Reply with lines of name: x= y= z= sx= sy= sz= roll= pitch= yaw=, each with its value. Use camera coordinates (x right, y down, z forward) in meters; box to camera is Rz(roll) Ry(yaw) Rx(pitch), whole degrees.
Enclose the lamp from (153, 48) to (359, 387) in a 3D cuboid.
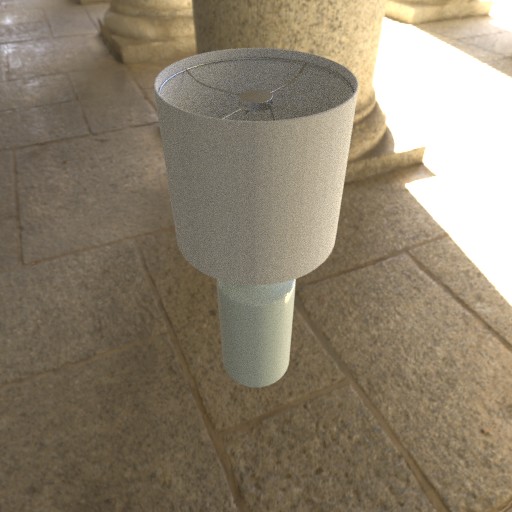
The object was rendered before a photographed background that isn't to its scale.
lamp: x=0.000 y=0.000 z=0.626 sx=0.212 sy=0.493 sz=0.212 roll=26 pitch=47 yaw=27
